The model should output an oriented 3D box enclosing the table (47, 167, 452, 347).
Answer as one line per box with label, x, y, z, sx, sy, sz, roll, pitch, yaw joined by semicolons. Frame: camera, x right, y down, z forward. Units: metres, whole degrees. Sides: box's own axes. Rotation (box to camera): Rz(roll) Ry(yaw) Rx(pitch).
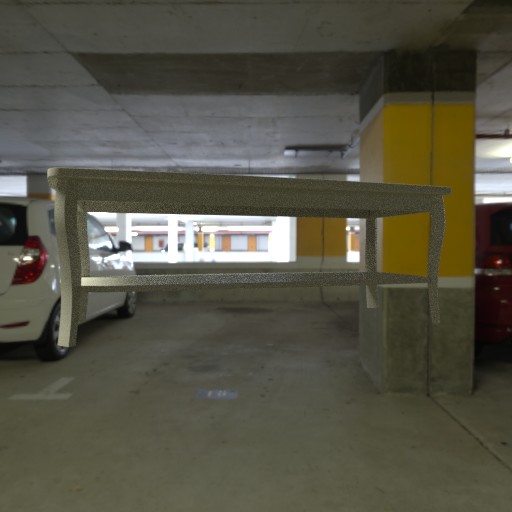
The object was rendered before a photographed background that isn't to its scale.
table;0.000;0.000;1.578;1.334;0.474;0.561;0;1;-17
